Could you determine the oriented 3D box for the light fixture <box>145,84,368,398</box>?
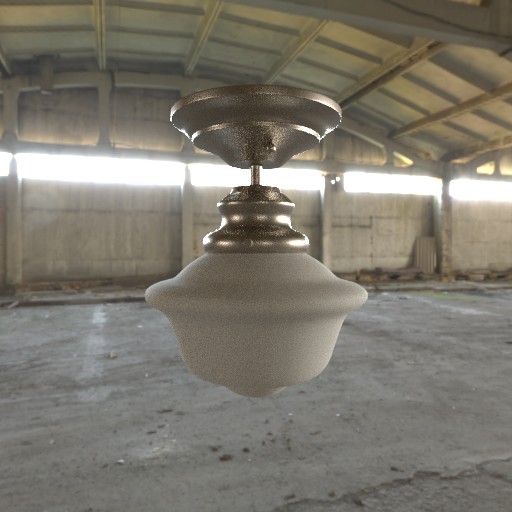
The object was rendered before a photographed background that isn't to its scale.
[{"bbox_3d":[0.000,0.000,0.402,0.199,0.254,0.199,0,1,0],"label":"light fixture"}]
